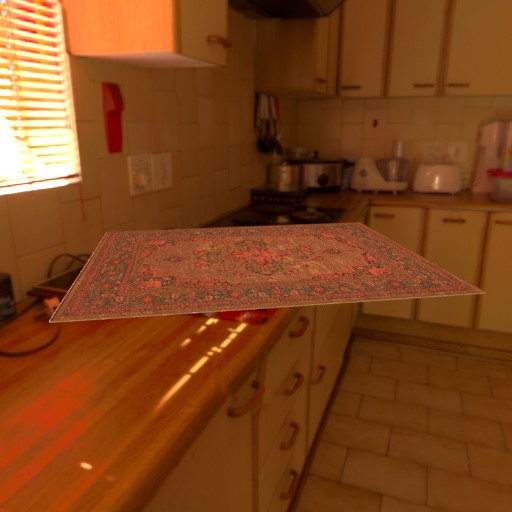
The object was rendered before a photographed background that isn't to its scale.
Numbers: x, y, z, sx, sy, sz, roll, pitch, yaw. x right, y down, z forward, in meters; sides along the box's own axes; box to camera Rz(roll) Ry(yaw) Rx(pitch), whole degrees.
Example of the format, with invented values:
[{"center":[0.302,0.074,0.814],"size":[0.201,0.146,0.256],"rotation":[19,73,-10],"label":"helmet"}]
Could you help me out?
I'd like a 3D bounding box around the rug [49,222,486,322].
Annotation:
[{"center":[0.000,0.000,4.180],"size":[3.057,0.013,2.434],"rotation":[-3,17,-9],"label":"rug"}]
